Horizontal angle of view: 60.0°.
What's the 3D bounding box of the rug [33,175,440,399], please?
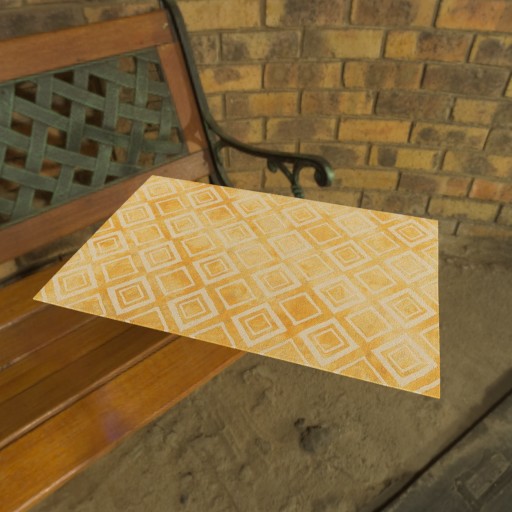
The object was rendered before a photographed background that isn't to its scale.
[{"bbox_3d":[0.000,0.000,2.321,1.829,0.010,1.213,11,41,13],"label":"rug"}]
